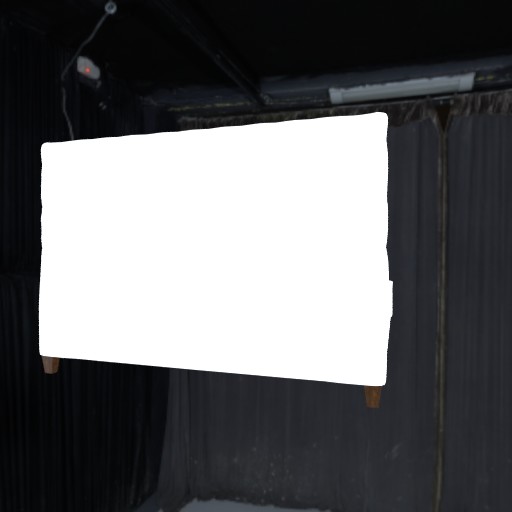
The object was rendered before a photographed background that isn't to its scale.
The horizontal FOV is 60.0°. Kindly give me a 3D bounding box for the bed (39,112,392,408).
[{"bbox_3d":[0.000,0.000,3.540,2.078,1.427,2.387,0,1,18],"label":"bed"}]
